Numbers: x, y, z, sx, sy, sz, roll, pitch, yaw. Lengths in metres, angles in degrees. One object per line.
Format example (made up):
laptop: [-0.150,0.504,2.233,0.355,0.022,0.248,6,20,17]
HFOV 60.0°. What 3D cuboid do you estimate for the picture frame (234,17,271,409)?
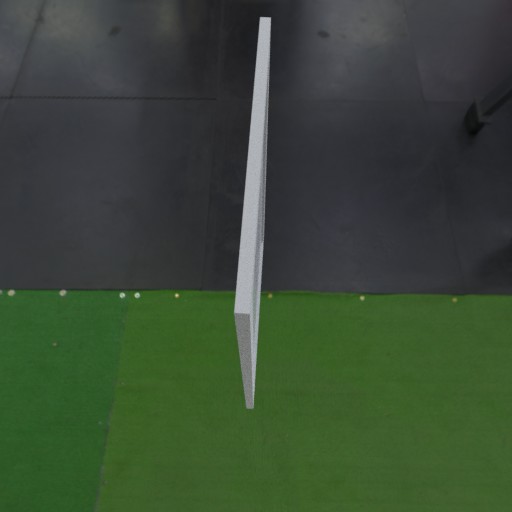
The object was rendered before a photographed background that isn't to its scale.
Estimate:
picture frame: [0.000,0.000,0.593,0.011,0.459,0.326,3,63,2]
